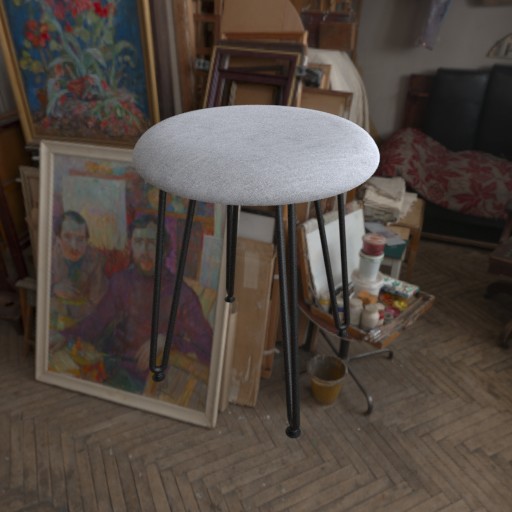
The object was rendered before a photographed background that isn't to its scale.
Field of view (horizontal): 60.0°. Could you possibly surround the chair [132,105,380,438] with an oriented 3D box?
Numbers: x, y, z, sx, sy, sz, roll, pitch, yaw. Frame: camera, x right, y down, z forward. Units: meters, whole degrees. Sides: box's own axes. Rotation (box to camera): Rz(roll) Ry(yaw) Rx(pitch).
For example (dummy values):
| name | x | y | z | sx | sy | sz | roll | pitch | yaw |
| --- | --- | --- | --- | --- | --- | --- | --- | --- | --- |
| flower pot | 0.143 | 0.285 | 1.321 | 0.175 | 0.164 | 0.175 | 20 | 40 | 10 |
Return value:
| name | x | y | z | sx | sy | sz | roll | pitch | yaw |
| --- | --- | --- | --- | --- | --- | --- | --- | --- | --- |
| chair | 0.000 | 0.000 | 0.650 | 0.350 | 0.386 | 0.350 | -10 | 32 | -16 |
